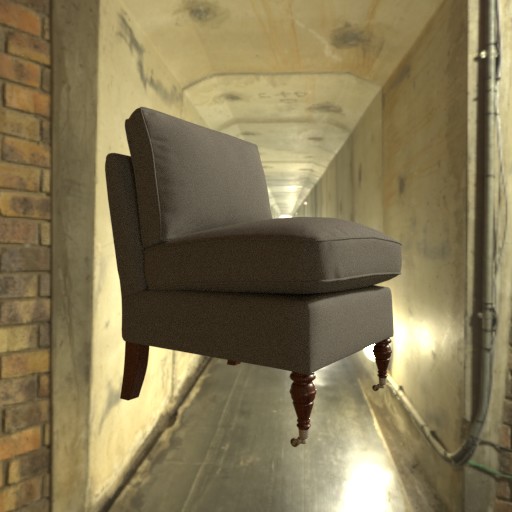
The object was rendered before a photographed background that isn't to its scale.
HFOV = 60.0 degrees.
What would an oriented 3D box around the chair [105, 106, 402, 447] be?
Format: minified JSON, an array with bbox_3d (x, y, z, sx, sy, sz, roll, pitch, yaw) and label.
[{"bbox_3d":[0.000,0.000,1.672,0.924,1.045,0.724,0,0,36],"label":"chair"}]
